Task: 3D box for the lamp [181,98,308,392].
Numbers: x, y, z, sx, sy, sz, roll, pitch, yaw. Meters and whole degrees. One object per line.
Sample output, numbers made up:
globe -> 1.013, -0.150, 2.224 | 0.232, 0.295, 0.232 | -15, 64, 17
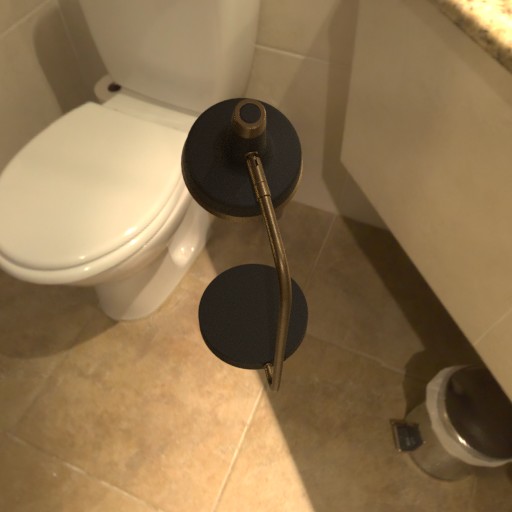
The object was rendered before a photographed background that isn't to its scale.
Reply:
lamp -> 0.000, 0.000, 0.491 | 0.162, 0.385, 0.218 | -12, 58, -8
